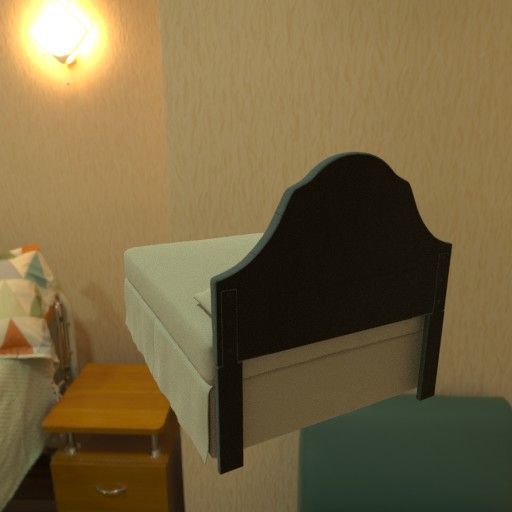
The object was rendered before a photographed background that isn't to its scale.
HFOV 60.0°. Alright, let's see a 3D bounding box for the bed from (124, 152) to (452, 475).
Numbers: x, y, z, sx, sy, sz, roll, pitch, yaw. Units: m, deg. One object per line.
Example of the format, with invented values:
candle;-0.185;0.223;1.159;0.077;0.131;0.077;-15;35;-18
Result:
bed;0.000;0.000;3.282;1.636;1.575;2.155;-8;17;-26
